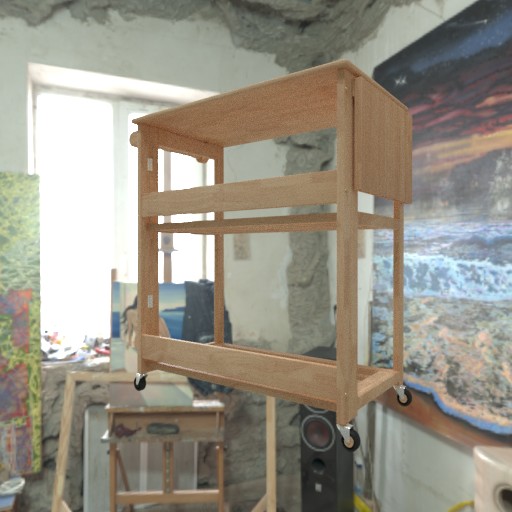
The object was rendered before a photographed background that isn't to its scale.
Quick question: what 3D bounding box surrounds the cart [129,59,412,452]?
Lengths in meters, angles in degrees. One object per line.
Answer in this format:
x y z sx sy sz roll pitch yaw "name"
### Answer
0.000 0.000 1.393 0.853 0.879 0.432 0 0 37 "cart"
